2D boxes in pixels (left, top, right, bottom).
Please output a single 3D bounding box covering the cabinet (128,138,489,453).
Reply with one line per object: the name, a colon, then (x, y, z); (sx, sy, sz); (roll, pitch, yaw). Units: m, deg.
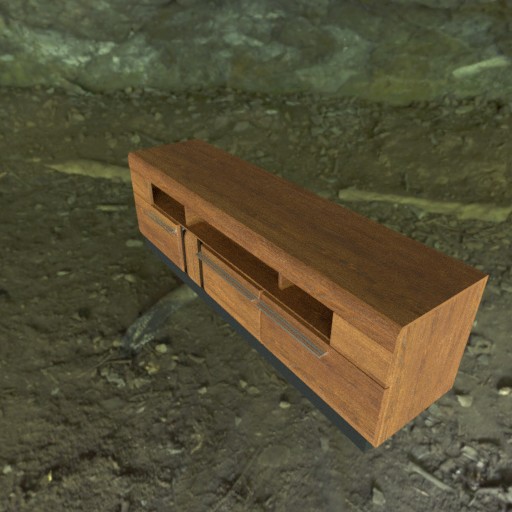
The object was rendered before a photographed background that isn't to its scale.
cabinet: (0.000, 0.000, 1.802); (0.419, 0.510, 1.600); (-21, 37, -30)
